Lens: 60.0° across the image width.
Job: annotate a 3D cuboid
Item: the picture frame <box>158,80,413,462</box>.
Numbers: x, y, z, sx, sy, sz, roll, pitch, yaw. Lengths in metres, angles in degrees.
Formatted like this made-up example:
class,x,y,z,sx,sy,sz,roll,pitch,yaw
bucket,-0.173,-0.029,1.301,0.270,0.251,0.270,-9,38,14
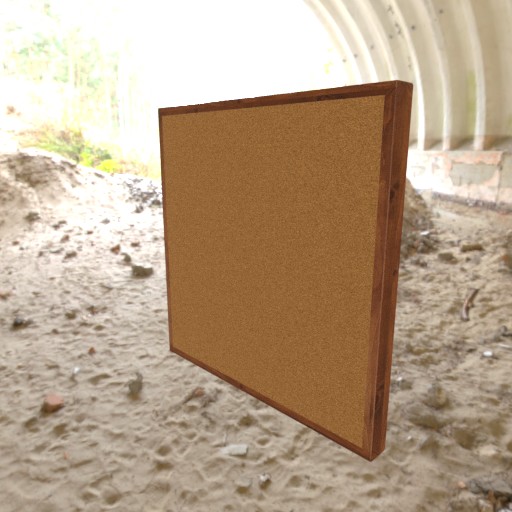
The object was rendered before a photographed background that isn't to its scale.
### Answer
class,x,y,z,sx,sy,sz,roll,pitch,yaw
picture frame,0.000,0.000,0.528,0.028,0.356,0.352,-13,19,-43
